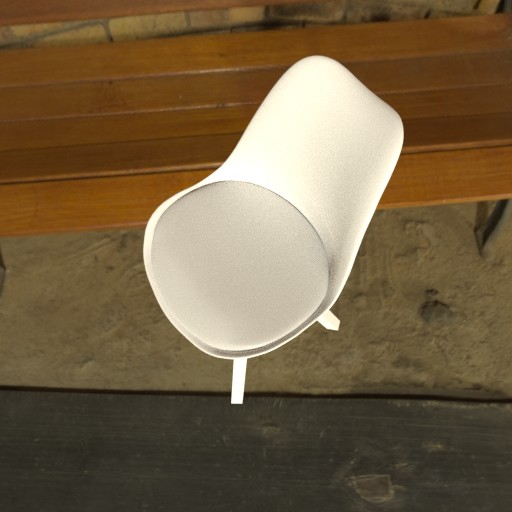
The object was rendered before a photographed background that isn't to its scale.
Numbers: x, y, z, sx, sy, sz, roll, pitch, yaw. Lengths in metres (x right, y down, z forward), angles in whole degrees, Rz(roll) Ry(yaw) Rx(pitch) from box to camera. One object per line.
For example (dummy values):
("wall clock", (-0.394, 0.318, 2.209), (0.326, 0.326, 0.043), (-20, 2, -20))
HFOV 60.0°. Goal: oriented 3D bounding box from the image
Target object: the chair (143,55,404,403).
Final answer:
("chair", (0.000, 0.000, 1.162), (0.550, 0.850, 0.485), (-34, 69, -15))
